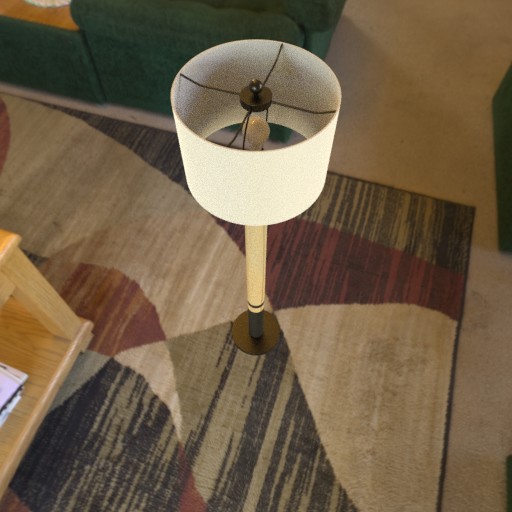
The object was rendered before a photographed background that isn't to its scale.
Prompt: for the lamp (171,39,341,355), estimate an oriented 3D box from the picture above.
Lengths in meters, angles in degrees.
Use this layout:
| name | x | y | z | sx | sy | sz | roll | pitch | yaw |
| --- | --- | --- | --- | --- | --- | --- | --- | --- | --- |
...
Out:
| name | x | y | z | sx | sy | sz | roll | pitch | yaw |
| --- | --- | --- | --- | --- | --- | --- | --- | --- | --- |
| lamp | 0.000 | 0.000 | 1.604 | 0.381 | 1.478 | 0.381 | 0 | 59 | 0 |
